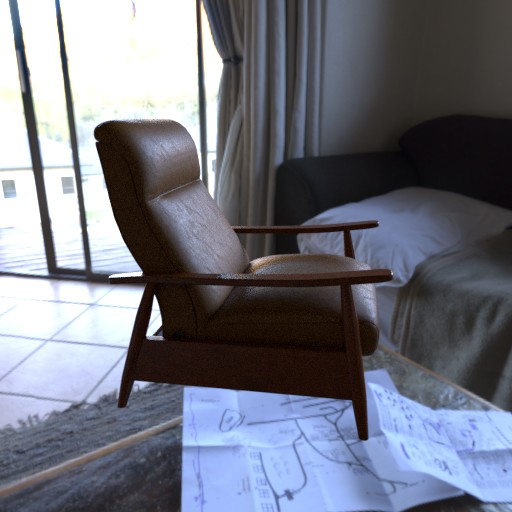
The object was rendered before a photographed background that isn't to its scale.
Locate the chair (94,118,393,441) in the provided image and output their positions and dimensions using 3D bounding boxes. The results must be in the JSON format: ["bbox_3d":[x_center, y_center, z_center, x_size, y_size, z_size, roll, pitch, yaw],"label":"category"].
[{"bbox_3d":[0.000,0.000,1.833,1.014,1.082,0.762,3,18,11],"label":"chair"}]
